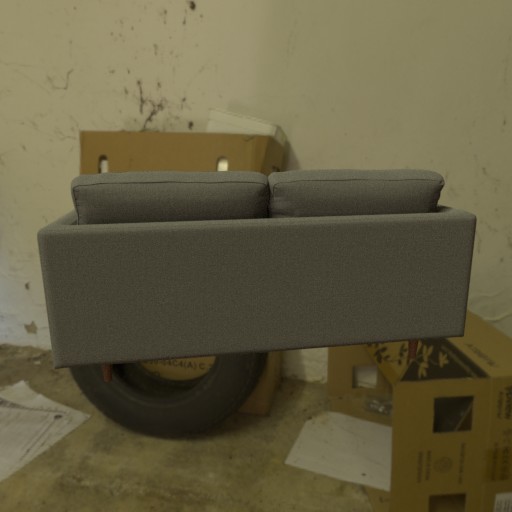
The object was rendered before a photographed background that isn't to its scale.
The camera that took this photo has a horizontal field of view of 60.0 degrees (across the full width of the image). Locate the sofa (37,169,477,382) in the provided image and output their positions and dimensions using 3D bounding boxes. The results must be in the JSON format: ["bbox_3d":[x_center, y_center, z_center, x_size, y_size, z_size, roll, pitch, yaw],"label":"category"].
[{"bbox_3d":[0.000,0.000,2.178,1.713,0.866,0.940,-2,14,-8],"label":"sofa"}]
